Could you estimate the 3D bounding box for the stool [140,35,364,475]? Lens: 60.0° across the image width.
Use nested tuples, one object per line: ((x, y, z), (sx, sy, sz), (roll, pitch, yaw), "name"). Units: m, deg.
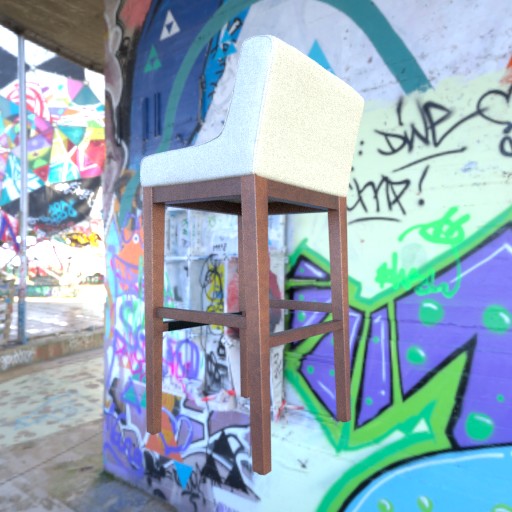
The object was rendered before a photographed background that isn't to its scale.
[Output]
((0.000, 0.000, 1.343), (0.500, 1.037, 0.511), (0, -1, 38), "stool")
